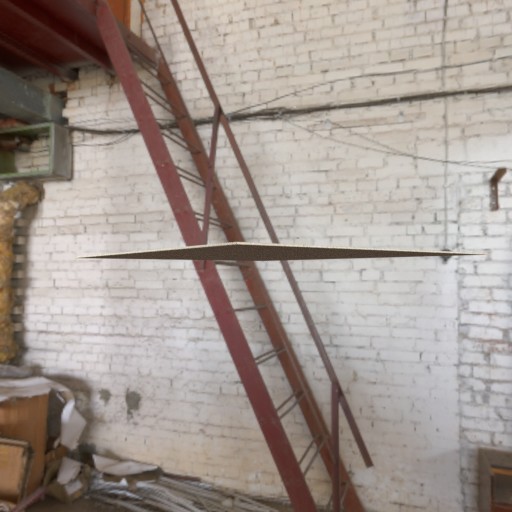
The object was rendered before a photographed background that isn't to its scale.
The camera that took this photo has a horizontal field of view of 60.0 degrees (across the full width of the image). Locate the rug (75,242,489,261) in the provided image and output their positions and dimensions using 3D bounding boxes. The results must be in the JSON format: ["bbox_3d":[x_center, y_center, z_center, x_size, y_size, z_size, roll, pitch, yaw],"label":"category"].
[{"bbox_3d":[0.000,0.000,3.466,2.073,0.011,2.584,1,-2,-36],"label":"rug"}]
